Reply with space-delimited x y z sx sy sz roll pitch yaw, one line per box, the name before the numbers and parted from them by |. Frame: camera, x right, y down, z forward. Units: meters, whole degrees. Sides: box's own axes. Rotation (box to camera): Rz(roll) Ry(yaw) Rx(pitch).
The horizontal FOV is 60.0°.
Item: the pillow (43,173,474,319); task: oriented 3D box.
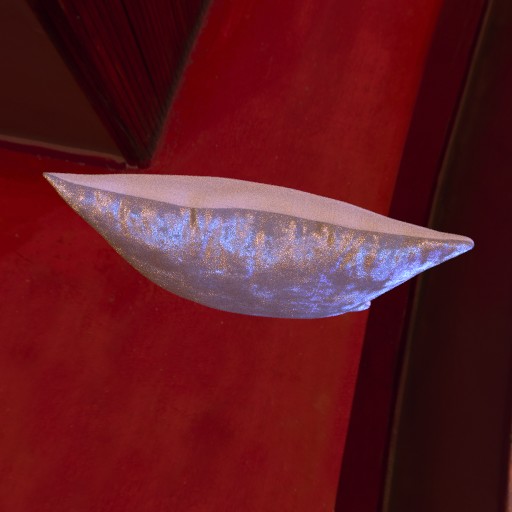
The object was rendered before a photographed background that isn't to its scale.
pillow | 0.000 0.000 0.693 0.470 0.464 0.175 10 76 3
